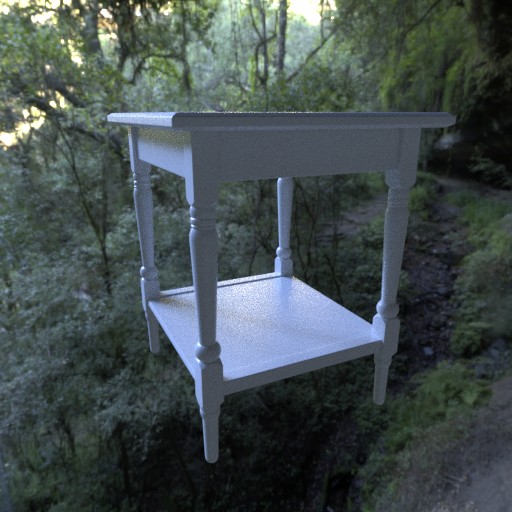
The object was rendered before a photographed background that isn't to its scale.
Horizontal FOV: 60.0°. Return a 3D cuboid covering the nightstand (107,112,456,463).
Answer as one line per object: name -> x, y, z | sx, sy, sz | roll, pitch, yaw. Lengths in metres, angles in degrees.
nightstand -> 0.000, 0.000, 0.903 | 0.459, 0.555, 0.505 | -8, 19, -24
